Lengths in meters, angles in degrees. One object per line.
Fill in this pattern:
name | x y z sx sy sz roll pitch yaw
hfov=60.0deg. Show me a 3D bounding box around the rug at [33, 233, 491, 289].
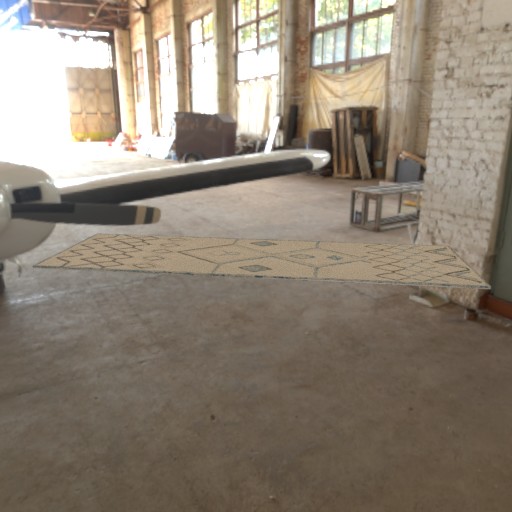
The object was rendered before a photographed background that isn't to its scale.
rug | 0.000 0.000 2.692 2.434 0.013 0.770 2 17 8
